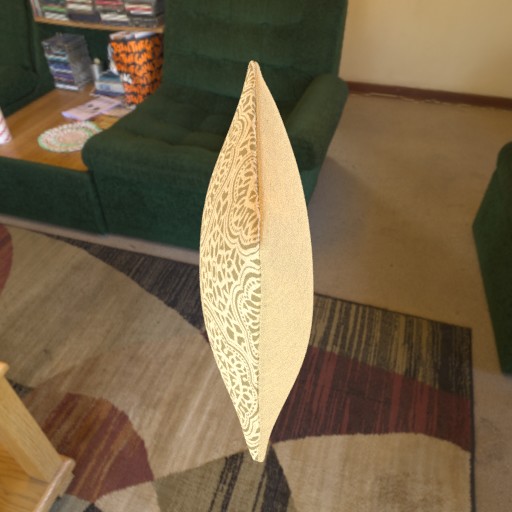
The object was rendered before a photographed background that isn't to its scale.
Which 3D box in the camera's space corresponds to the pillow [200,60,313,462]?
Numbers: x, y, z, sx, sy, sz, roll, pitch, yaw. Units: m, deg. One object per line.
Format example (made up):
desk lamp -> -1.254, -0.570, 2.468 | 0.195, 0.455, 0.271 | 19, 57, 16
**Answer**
pillow -> 0.000, 0.000, 0.663 | 0.167, 0.421, 0.438 | -1, 43, -1
